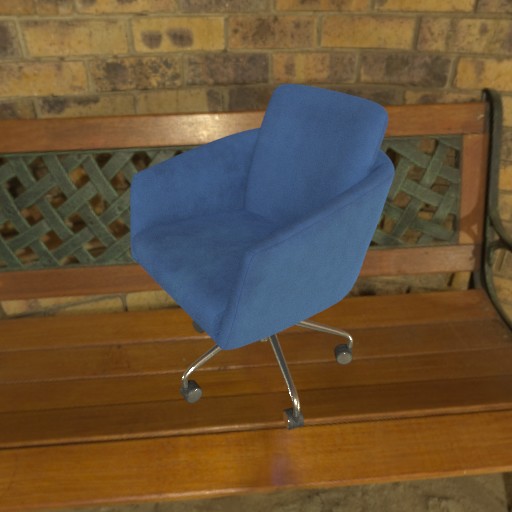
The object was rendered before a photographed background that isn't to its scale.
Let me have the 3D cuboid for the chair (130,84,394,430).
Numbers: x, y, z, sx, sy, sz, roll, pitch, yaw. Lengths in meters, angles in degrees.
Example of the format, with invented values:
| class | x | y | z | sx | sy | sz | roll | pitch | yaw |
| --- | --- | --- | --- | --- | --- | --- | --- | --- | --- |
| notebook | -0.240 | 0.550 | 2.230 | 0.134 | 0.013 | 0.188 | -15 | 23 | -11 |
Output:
| class | x | y | z | sx | sy | sz | roll | pitch | yaw |
| --- | --- | --- | --- | --- | --- | --- | --- | --- | --- |
| chair | 0.000 | 0.000 | 1.365 | 0.635 | 0.908 | 0.641 | -21 | 37 | -30 |
